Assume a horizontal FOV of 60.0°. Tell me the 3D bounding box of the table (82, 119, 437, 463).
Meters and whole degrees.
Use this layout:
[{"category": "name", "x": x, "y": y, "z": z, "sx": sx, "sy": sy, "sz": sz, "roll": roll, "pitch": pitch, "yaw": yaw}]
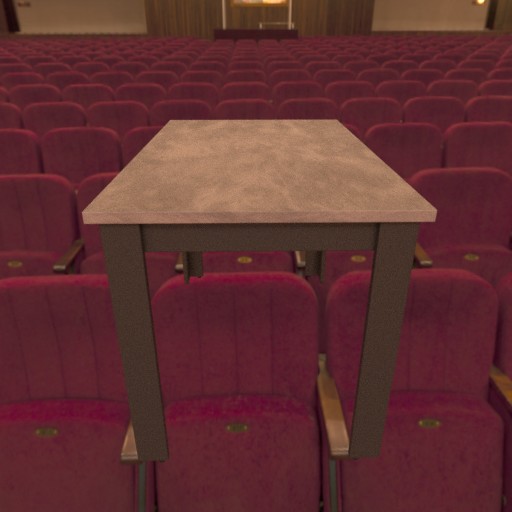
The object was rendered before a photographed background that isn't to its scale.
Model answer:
[{"category": "table", "x": 0.000, "y": 0.000, "z": 1.526, "sx": 0.700, "sy": 0.734, "sz": 1.100, "roll": 0, "pitch": 26, "yaw": -1}]
